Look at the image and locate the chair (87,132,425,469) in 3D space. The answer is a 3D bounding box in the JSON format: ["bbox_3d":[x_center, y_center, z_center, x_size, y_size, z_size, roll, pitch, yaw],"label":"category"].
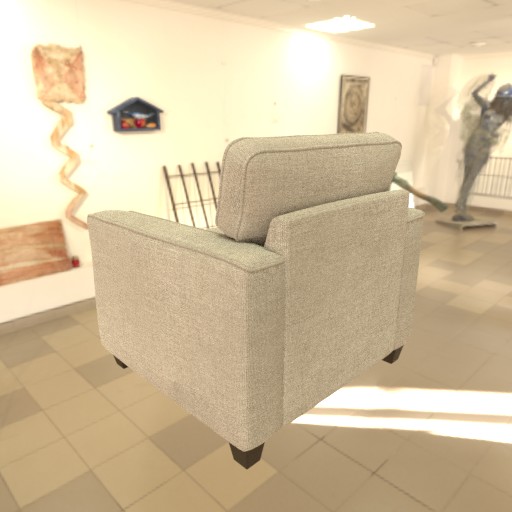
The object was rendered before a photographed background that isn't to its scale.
[{"bbox_3d":[0.000,0.000,1.791,1.015,0.965,0.939,-16,24,-42],"label":"chair"}]
